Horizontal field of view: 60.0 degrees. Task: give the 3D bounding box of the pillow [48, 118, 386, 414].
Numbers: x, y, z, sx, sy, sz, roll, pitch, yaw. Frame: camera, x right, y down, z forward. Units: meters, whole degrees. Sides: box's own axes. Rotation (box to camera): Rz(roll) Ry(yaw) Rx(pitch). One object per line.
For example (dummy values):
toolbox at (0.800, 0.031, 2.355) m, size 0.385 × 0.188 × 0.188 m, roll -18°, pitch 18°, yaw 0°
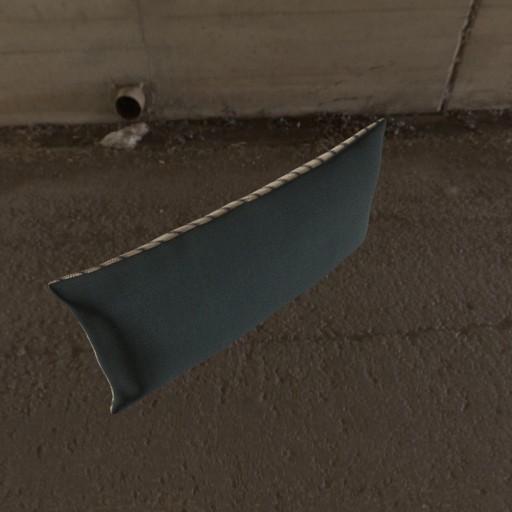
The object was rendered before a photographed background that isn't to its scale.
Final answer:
pillow at (0.000, 0.000, 0.736) m, size 0.609 × 0.305 × 0.151 m, roll -32°, pitch 53°, yaw -28°
